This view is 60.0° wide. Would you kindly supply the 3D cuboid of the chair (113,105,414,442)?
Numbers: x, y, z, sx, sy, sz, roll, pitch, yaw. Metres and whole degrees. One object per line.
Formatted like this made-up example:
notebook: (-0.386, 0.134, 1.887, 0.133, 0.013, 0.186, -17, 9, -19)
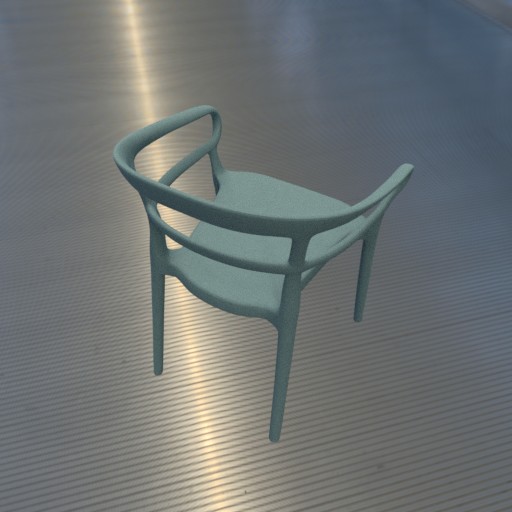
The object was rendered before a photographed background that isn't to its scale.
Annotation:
chair: (0.000, 0.000, 1.114, 0.559, 0.761, 0.527, 23, 50, 20)
